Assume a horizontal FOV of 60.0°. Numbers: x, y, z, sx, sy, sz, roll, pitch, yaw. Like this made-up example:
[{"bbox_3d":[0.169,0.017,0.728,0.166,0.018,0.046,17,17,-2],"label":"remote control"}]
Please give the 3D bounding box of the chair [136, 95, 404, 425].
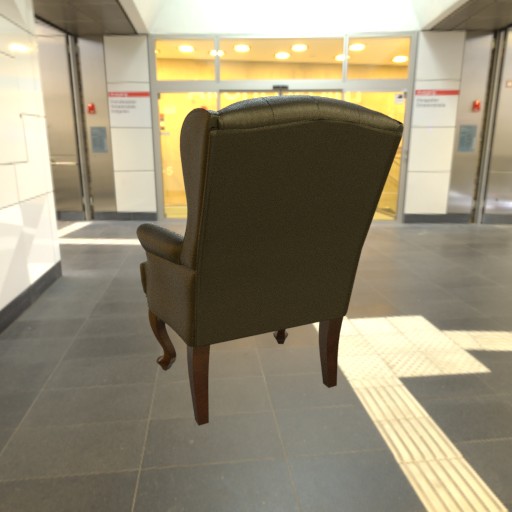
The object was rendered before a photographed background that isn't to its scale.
[{"bbox_3d":[0.000,0.000,1.734,0.831,1.133,0.822,-7,16,-26],"label":"chair"}]
